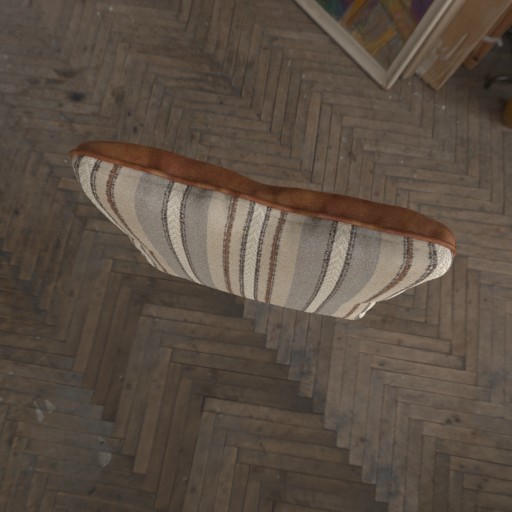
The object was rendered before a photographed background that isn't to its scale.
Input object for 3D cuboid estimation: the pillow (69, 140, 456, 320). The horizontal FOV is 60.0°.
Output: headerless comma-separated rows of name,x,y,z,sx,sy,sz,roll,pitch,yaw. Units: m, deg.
pillow,0.000,0.000,0.744,0.489,0.490,0.130,15,76,4
